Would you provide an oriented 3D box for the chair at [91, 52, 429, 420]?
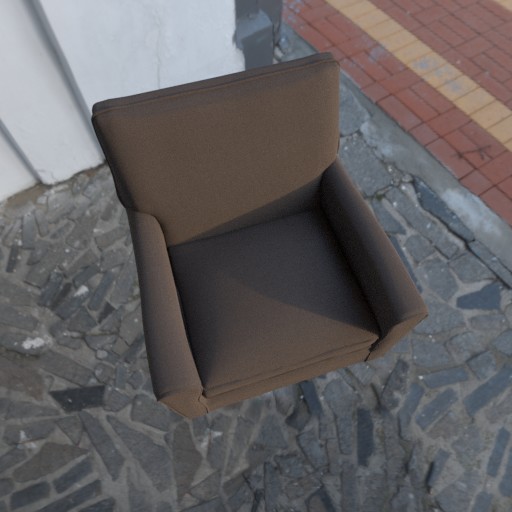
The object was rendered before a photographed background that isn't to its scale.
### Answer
[{"bbox_3d":[0.000,0.000,1.573,0.836,0.911,0.831,-16,64,-8],"label":"chair"}]
